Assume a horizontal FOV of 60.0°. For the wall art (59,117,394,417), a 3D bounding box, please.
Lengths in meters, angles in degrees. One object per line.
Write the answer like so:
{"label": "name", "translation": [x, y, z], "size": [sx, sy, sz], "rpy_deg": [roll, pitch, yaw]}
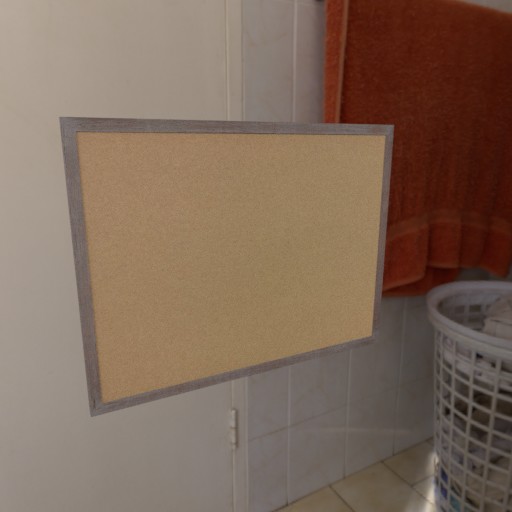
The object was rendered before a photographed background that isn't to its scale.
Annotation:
{"label": "wall art", "translation": [0.000, 0.000, 1.334], "size": [1.012, 0.774, 0.019], "rpy_deg": [-7, 16, -26]}
